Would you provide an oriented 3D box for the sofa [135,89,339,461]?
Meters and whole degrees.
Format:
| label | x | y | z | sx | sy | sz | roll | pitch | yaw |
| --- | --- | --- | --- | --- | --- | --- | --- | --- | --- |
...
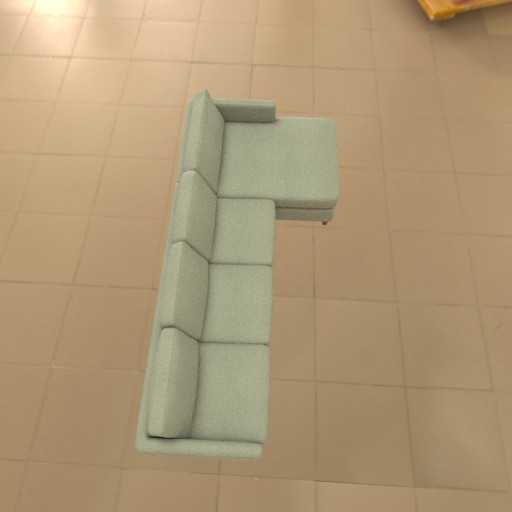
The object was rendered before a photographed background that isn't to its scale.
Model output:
| label | x | y | z | sx | sy | sz | roll | pitch | yaw |
| --- | --- | --- | --- | --- | --- | --- | --- | --- | --- |
| sofa | 0.000 | 0.000 | 4.132 | 1.604 | 0.950 | 3.471 | 2 | 63 | 1 |
